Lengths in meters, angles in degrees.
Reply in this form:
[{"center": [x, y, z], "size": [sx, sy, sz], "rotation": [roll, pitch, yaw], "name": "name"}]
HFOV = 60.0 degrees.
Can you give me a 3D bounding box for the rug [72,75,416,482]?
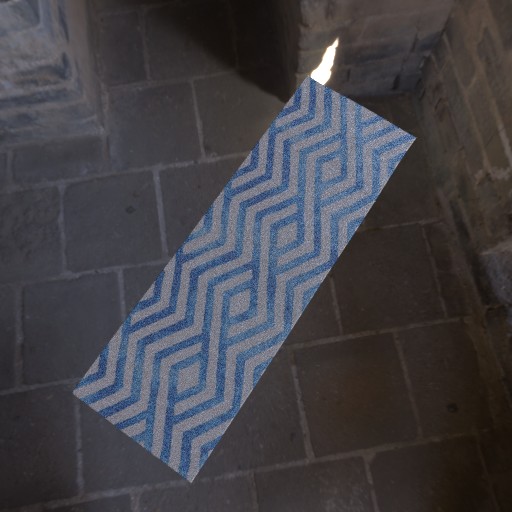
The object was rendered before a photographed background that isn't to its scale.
[{"center": [0.000, 0.000, 1.618], "size": [0.503, 0.007, 1.492], "rotation": [33, 78, 8], "name": "rug"}]
